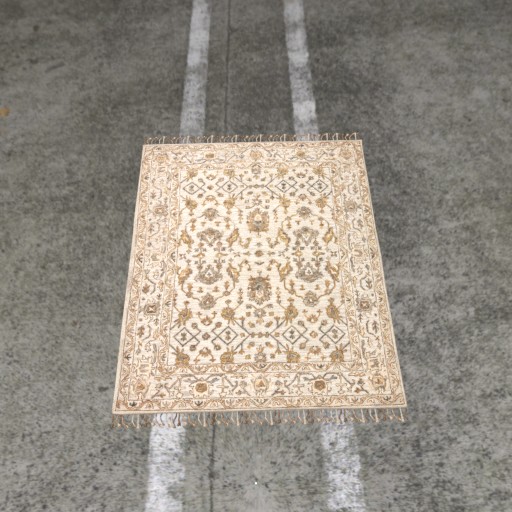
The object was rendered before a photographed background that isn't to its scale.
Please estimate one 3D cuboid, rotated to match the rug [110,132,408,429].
[{"bbox_3d":[0.000,0.000,4.251,2.426,0.034,3.061,-1,63,-1],"label":"rug"}]
